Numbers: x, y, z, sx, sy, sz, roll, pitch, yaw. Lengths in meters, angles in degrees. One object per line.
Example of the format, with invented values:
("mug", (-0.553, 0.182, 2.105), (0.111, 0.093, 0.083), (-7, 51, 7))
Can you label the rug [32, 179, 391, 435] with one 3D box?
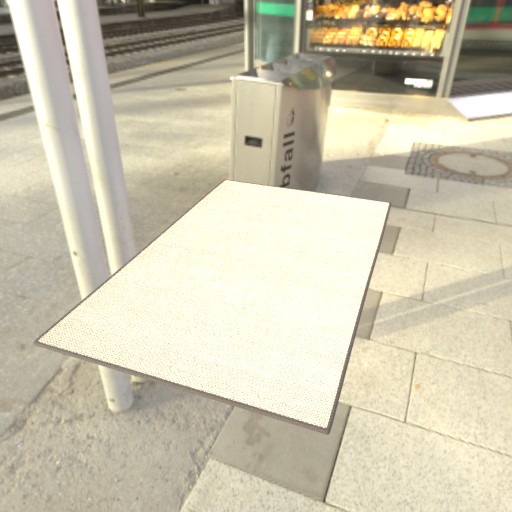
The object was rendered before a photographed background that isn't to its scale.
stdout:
("rug", (0.000, 0.000, 2.070), (1.067, 0.013, 1.676), (11, 33, 17))
